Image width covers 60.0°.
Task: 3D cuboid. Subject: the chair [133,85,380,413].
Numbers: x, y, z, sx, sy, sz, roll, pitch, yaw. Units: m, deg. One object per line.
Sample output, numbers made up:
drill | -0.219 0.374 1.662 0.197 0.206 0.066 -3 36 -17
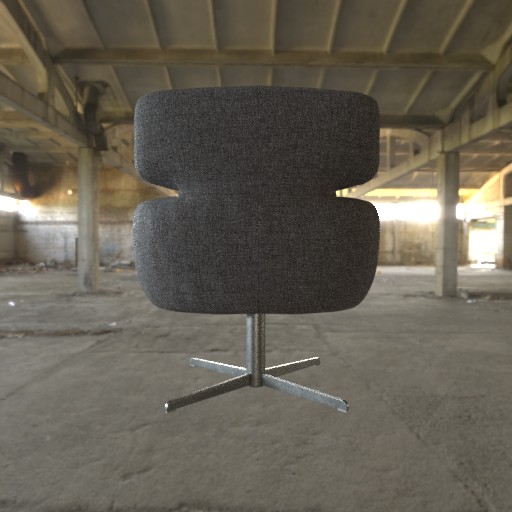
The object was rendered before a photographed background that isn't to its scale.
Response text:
chair | 0.000 0.000 1.360 0.706 0.812 0.715 0 1 -1
